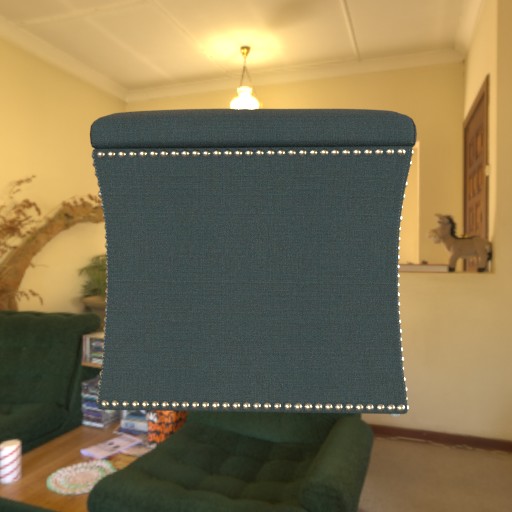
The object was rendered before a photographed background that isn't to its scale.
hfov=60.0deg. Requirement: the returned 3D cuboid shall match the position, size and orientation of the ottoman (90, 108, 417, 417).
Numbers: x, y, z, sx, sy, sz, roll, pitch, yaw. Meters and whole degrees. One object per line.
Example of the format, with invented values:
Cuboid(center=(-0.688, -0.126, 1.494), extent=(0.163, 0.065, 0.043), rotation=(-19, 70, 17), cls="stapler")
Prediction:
Cuboid(center=(0.000, 0.000, 0.886), extent=(0.497, 0.475, 0.507), rotation=(0, 1, 2), cls="ottoman")
